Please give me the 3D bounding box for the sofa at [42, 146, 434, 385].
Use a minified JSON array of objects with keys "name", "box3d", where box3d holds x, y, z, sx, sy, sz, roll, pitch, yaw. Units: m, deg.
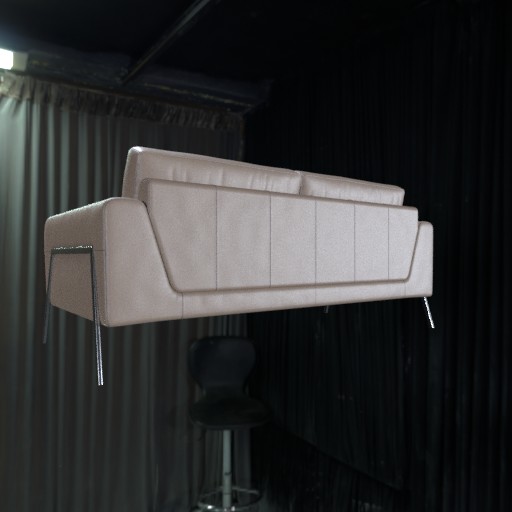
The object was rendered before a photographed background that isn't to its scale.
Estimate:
[{"name":"sofa","box3d":[0.000,0.000,2.474,2.017,0.875,0.953,0,0,-37]}]
